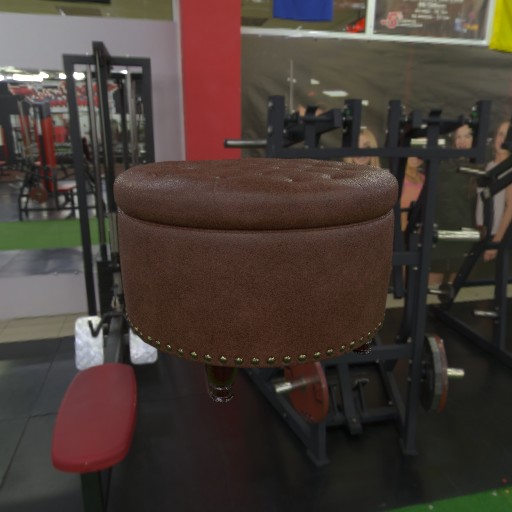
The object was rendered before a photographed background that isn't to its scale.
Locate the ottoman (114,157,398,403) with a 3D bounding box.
[{"bbox_3d":[0.000,0.000,1.086,0.637,0.442,0.637,0,16,0],"label":"ottoman"}]
